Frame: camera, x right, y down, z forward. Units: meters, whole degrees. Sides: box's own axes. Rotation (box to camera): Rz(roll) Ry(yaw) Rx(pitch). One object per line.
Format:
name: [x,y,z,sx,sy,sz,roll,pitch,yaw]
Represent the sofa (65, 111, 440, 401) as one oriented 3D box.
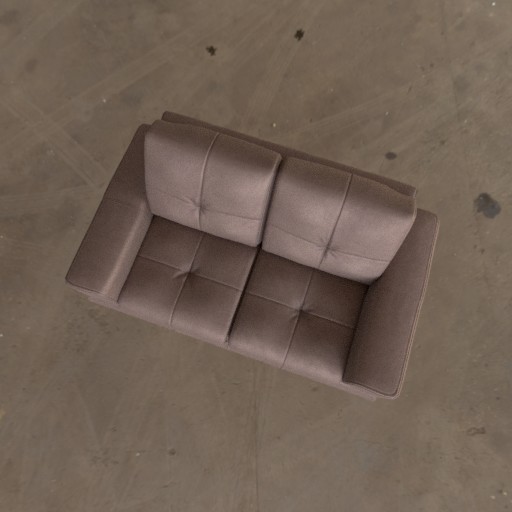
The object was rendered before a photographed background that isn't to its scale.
sofa: [0.000,0.000,2.406,1.806,0.907,1.018,18,75,5]
